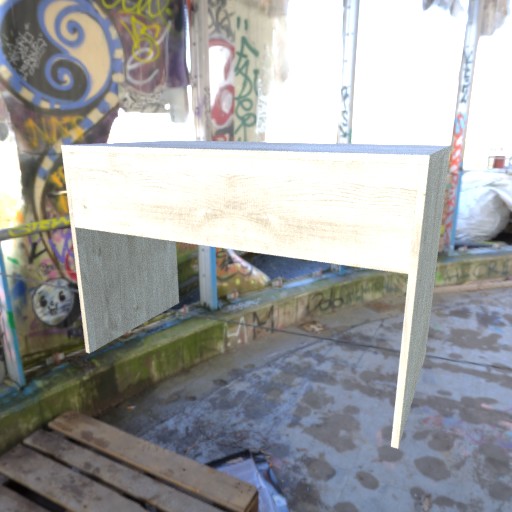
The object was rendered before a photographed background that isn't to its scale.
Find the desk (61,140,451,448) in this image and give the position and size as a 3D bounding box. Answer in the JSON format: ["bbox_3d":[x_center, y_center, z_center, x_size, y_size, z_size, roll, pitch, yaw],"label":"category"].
[{"bbox_3d":[0.000,0.000,1.505,1.100,0.730,0.560,8,18,26],"label":"desk"}]
